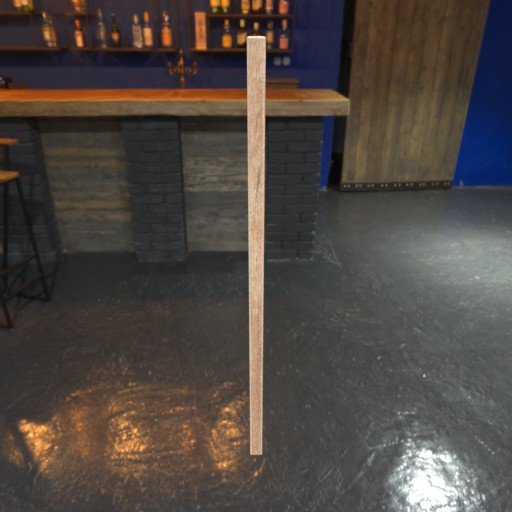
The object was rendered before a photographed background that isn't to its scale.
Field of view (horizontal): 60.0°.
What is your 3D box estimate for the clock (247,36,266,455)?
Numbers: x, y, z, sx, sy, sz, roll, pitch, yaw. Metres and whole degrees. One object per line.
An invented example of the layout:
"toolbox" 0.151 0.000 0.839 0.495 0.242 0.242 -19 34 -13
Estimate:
"clock" 0.000 0.000 1.087 0.030 0.965 0.361 0 26 0
